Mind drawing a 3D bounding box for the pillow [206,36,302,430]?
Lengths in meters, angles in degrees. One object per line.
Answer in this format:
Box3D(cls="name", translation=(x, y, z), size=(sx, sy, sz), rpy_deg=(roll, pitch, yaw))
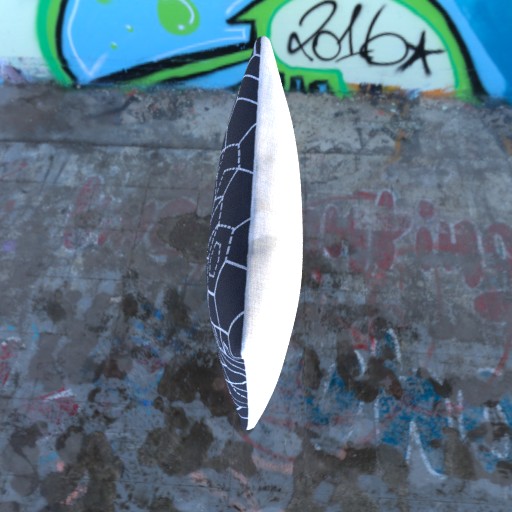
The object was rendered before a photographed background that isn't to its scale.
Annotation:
Box3D(cls="pillow", translation=(0.000, 0.000, 0.791), size=(0.158, 0.508, 0.517), rpy_deg=(2, 60, 1))
